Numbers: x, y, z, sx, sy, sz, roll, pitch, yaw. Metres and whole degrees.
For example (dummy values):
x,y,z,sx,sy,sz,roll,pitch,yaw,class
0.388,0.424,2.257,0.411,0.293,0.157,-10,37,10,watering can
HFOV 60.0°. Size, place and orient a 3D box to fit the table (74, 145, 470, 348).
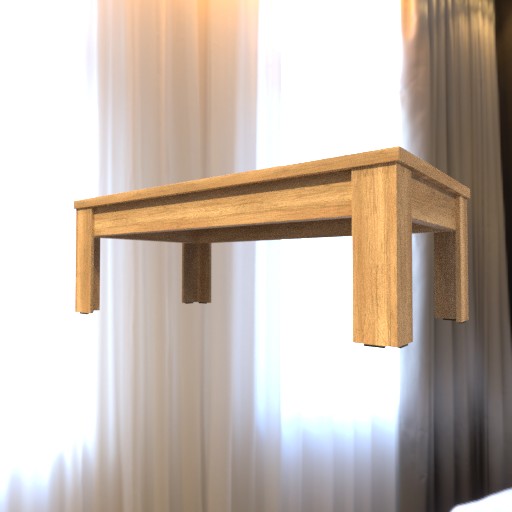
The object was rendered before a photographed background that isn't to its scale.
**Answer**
x,y,z,sx,sy,sz,roll,pitch,yaw,class
0.000,0.000,1.678,1.350,0.460,0.700,-1,-2,38,table
